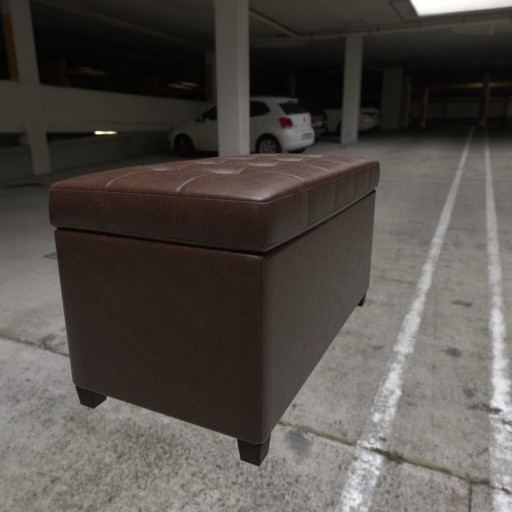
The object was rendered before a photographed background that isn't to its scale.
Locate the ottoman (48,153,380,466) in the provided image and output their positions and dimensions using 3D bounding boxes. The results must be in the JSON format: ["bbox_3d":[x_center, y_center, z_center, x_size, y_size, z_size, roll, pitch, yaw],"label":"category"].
[{"bbox_3d":[0.000,0.000,1.101,0.432,0.470,0.838,8,18,24],"label":"ottoman"}]
